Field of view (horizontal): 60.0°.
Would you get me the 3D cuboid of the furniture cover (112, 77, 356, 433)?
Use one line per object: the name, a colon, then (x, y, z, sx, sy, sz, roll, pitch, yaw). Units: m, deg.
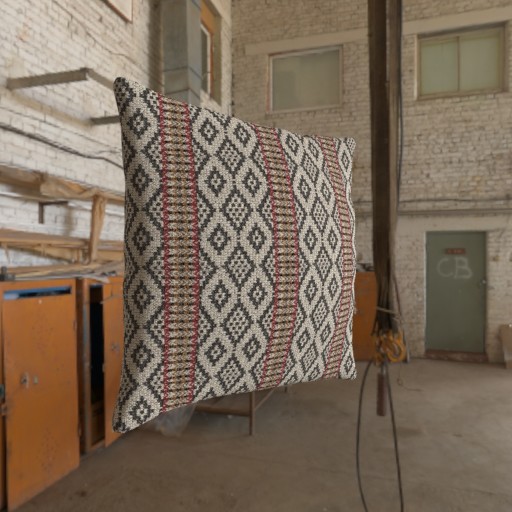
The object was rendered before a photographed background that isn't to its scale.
furniture cover: (0.000, 0.000, 0.778, 0.503, 0.506, 0.182, 1, -1, -37)
